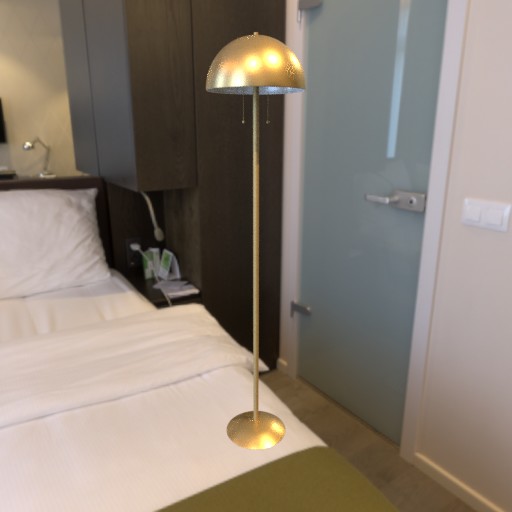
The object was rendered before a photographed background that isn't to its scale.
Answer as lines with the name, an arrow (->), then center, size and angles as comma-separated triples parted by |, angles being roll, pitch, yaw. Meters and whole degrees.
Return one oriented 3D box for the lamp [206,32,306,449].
lamp -> 0.000, 0.000, 1.616 | 0.328, 1.480, 0.328 | 8, 18, 25
